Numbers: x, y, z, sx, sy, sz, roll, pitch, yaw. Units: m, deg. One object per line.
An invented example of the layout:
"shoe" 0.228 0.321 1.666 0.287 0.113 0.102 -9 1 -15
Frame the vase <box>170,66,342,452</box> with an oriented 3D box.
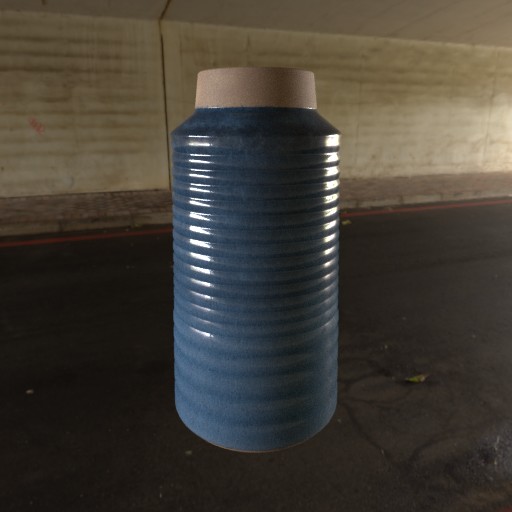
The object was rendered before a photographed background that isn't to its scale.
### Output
"vase" 0.000 0.000 0.413 0.163 0.316 0.163 0 17 0
